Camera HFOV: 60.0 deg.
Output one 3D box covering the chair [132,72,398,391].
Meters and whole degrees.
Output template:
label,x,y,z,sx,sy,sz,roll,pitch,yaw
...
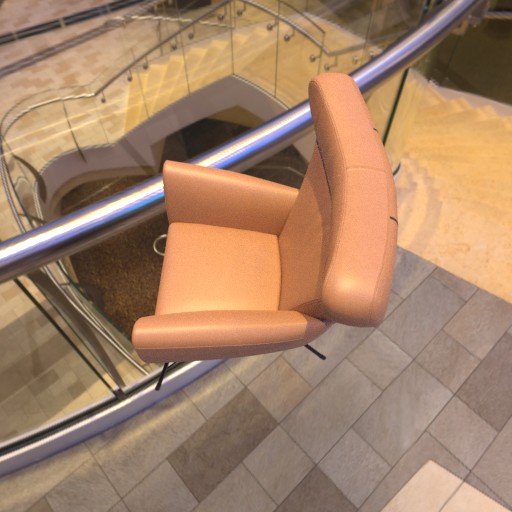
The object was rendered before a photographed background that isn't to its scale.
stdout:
label,x,y,z,sx,sy,sz,roll,pitch,yaw
chair,0.000,0.000,1.771,0.900,1.050,0.980,1,56,1
